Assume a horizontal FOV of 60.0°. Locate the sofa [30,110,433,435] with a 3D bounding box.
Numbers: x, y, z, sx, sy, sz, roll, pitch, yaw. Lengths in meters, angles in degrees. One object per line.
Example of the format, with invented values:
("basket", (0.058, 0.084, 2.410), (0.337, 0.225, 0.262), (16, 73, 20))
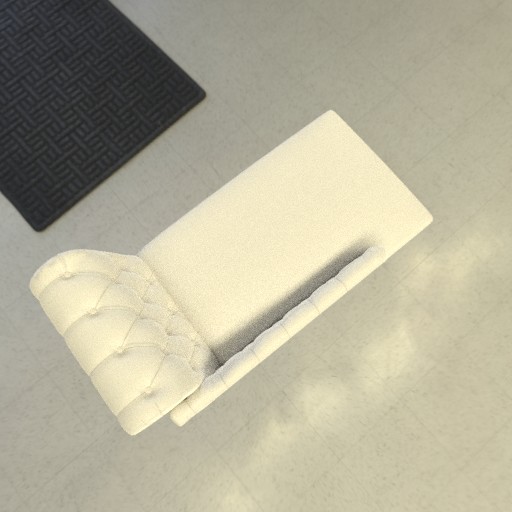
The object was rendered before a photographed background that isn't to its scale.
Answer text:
("sofa", (0.000, 0.000, 1.775), (1.379, 0.787, 0.675), (-37, 78, -9))
